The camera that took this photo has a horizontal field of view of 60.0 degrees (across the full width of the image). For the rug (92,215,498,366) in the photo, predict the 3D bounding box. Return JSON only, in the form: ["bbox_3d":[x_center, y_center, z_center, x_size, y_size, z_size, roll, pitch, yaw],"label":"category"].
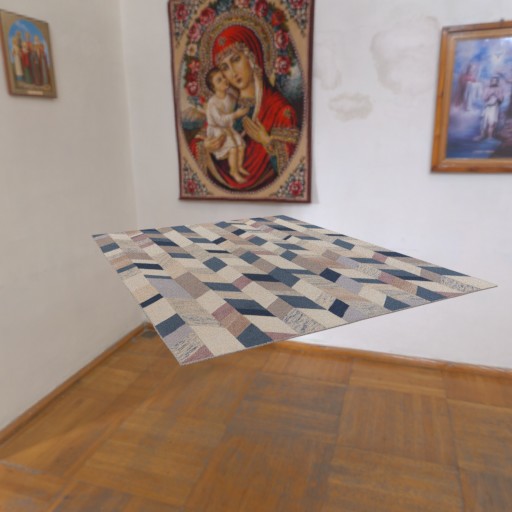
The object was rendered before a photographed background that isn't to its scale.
[{"bbox_3d":[0.000,0.000,4.038,2.451,0.011,3.072,-8,18,-26],"label":"rug"}]
